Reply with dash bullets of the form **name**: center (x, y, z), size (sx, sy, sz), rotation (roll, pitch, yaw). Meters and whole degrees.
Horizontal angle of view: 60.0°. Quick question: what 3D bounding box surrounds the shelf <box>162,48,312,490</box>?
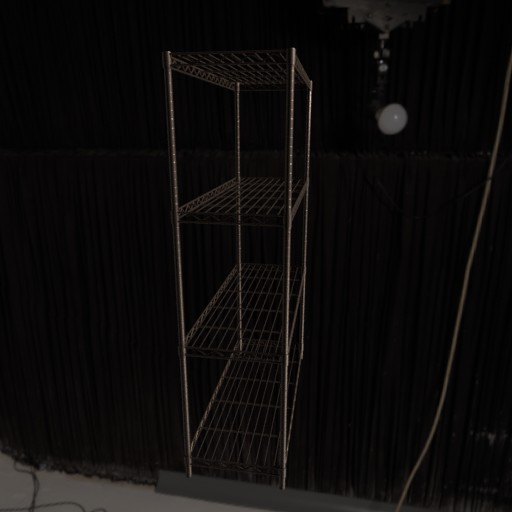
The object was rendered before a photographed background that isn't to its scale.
- **shelf**: center (0.000, 0.000, 1.748), size (0.352, 1.361, 0.907), rotation (3, 17, 9)
